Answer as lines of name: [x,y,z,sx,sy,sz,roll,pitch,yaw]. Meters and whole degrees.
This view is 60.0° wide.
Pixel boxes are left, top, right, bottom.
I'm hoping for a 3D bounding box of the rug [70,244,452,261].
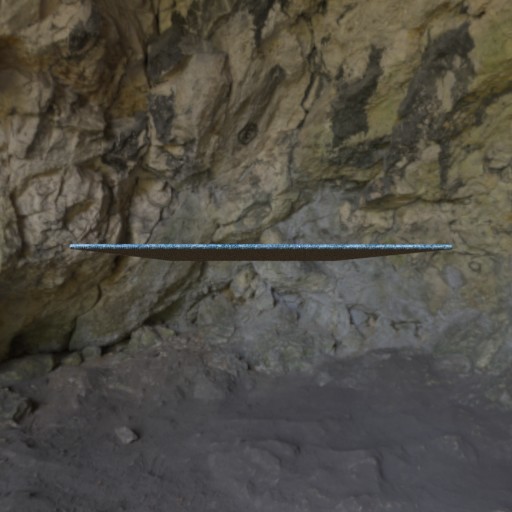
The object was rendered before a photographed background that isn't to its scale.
rug: [0.000,0.000,2.318,1.219,0.016,1.829,0,-2,-1]
